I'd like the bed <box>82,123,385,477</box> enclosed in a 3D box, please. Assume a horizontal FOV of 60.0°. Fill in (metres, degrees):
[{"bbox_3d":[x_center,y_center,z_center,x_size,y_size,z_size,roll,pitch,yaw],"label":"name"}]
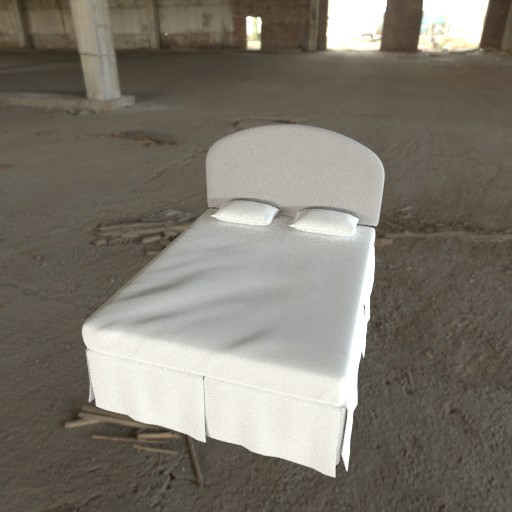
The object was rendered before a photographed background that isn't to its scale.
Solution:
[{"bbox_3d":[0.000,0.000,3.041,1.607,1.410,2.005,8,29,15],"label":"bed"}]
